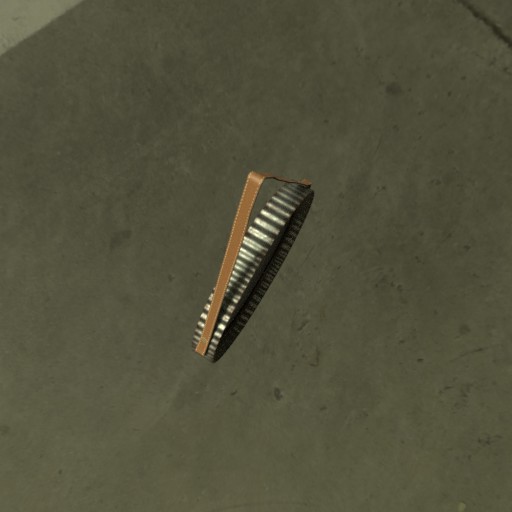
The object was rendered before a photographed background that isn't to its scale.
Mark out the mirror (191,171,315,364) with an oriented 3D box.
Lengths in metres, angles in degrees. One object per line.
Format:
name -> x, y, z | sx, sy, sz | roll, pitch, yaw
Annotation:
mirror -> 0.000, 0.000, 0.706 | 0.042, 0.568, 0.355 | 30, 76, 8
